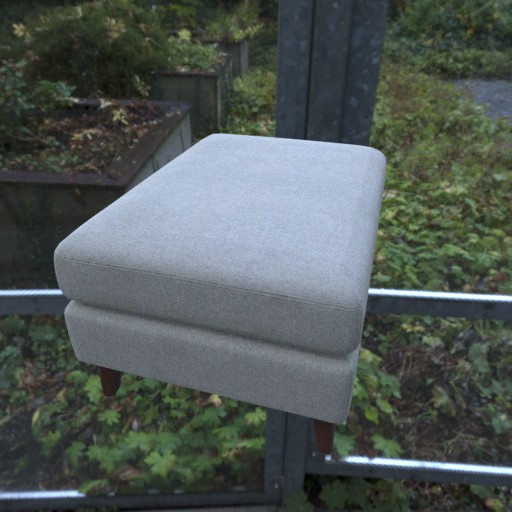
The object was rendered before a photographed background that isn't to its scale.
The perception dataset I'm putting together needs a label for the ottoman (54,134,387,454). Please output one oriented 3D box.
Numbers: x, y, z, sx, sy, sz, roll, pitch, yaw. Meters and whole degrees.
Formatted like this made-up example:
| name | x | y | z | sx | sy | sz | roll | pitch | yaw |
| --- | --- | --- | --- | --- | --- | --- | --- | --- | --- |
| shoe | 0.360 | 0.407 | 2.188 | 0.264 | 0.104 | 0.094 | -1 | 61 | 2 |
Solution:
| name | x | y | z | sx | sy | sz | roll | pitch | yaw |
| --- | --- | --- | --- | --- | --- | --- | --- | --- | --- |
| ottoman | 0.000 | 0.000 | 1.202 | 0.610 | 0.478 | 0.823 | 9 | 32 | 14 |
